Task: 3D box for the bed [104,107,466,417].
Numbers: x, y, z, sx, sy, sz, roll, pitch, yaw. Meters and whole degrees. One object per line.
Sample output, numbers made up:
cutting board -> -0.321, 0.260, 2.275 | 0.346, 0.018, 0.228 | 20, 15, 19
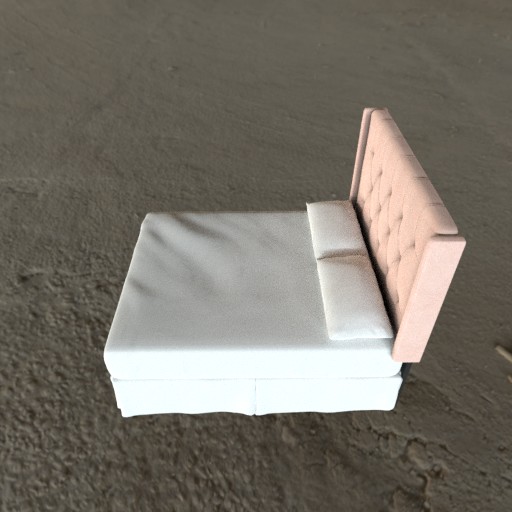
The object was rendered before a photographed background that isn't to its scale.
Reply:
bed -> 0.000, 0.000, 3.348 | 2.066, 1.665, 1.719 | 0, 40, 0
